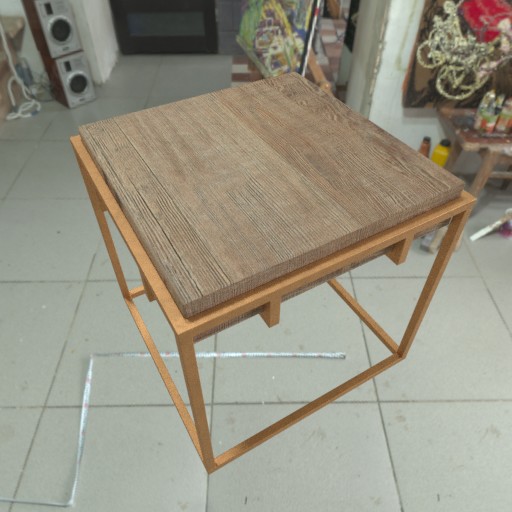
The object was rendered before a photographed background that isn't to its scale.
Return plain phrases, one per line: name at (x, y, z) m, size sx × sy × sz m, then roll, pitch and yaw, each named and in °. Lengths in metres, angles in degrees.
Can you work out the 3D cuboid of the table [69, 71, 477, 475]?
table at (0.000, 0.000, 1.084) m, size 0.599 × 0.584 × 0.599 m, roll -23°, pitch 50°, yaw -21°
